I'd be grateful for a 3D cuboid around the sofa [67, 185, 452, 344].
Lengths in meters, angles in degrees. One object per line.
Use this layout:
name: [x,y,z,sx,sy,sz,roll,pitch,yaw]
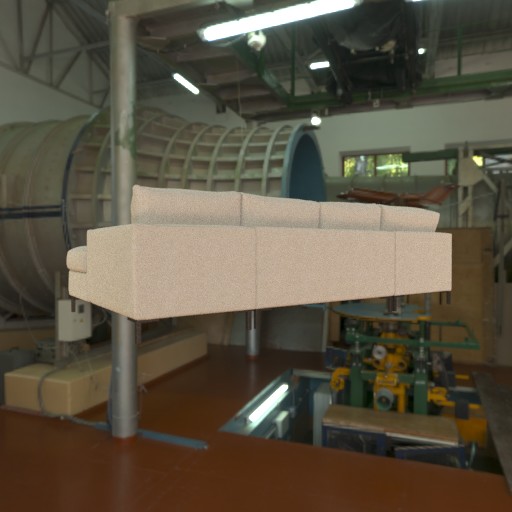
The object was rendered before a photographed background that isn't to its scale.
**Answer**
sofa: [0.000,0.000,3.906,2.984,0.862,1.989,-1,1,-35]
